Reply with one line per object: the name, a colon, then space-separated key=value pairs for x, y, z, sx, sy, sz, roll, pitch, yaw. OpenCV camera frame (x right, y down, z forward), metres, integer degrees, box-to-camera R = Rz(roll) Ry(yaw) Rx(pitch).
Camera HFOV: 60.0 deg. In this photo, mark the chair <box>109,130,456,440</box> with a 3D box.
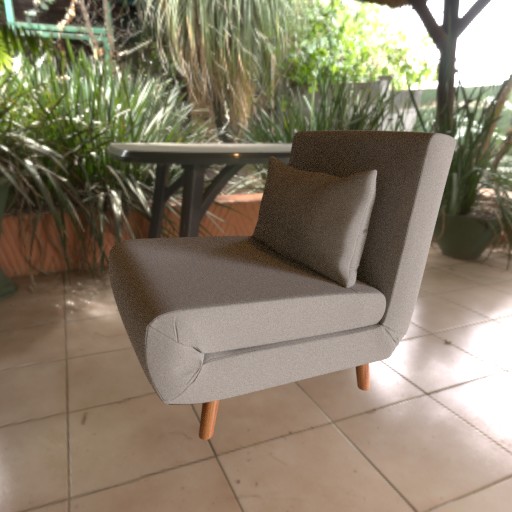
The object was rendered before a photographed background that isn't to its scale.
chair: x=0.000 y=0.000 z=1.479 sx=0.902 sy=0.808 sz=0.770 roll=-7 pitch=17 yaw=-23
